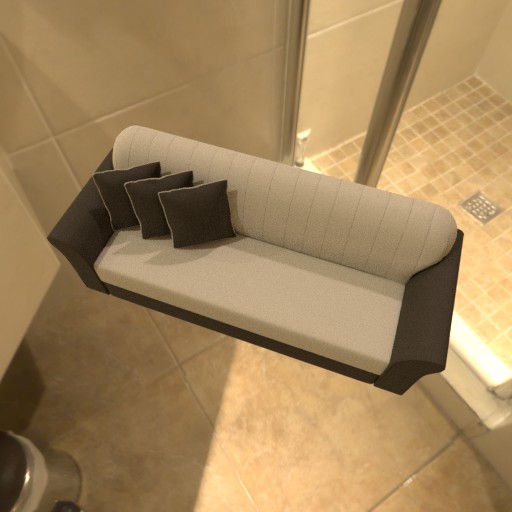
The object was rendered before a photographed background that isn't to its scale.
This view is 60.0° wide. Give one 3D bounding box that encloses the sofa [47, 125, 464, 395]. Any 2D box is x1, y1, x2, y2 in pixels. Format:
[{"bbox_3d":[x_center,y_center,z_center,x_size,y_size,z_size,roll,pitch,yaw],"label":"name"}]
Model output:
[{"bbox_3d":[0.000,0.000,2.427,2.001,0.787,0.755,17,60,10],"label":"sofa"}]
